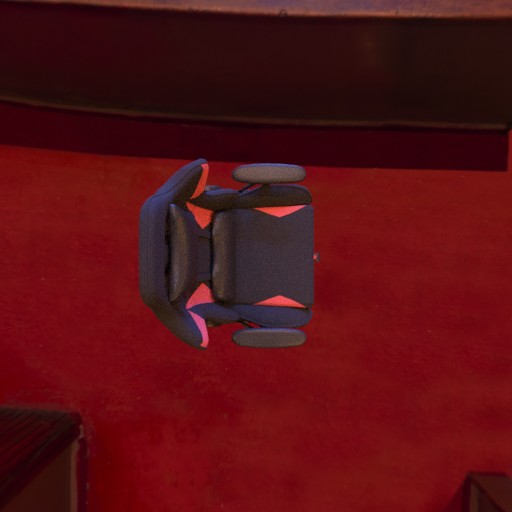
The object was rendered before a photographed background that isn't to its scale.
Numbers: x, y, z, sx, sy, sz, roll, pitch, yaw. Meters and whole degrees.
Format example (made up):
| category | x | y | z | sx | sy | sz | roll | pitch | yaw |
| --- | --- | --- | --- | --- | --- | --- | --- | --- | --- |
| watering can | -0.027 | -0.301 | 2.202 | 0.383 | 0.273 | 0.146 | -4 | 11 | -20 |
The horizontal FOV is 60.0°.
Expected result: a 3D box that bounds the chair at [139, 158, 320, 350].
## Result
| category | x | y | z | sx | sy | sz | roll | pitch | yaw |
| --- | --- | --- | --- | --- | --- | --- | --- | --- | --- |
| chair | 0.000 | 0.000 | 1.721 | 0.658 | 1.326 | 0.695 | 0 | 89 | 1 |
